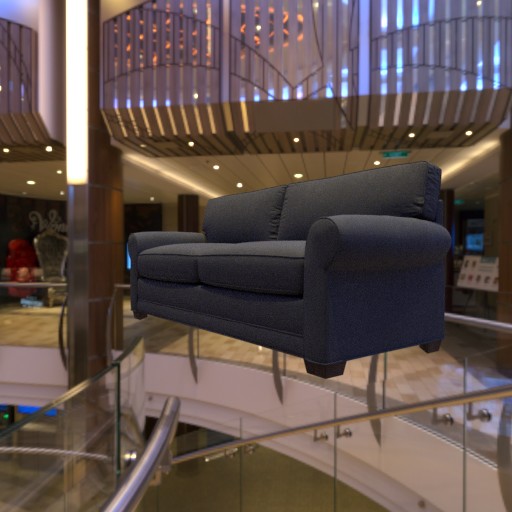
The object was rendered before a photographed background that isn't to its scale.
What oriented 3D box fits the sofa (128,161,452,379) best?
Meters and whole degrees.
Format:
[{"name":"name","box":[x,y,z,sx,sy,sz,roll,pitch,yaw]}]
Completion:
[{"name":"sofa","box":[0.000,0.000,2.997,0.954,1.026,2.391,0,1,-37]}]
